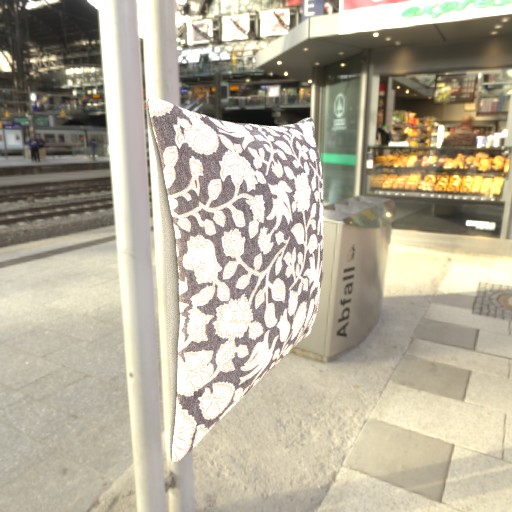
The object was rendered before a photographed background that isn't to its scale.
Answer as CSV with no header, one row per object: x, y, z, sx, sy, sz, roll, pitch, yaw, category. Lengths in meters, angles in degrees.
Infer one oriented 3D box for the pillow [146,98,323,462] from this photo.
0.000,0.000,0.808,0.166,0.507,0.526,8,16,28,pillow
